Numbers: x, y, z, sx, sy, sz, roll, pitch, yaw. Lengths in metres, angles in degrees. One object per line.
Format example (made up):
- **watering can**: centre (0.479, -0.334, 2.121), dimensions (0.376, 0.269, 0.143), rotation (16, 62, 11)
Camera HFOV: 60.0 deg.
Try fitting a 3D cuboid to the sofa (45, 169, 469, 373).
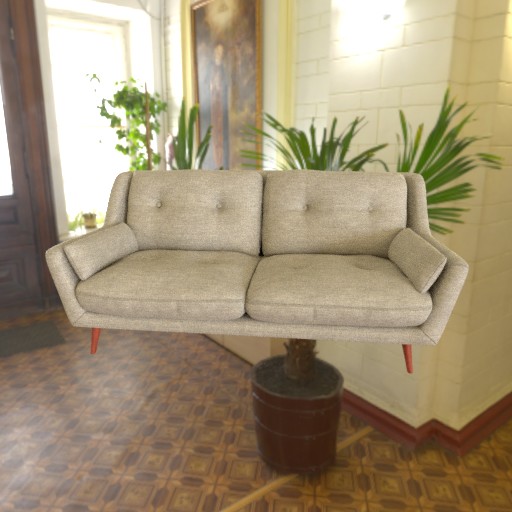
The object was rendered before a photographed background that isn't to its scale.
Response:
- **sofa**: centre (0.000, 0.000, 2.408), dimensions (1.930, 0.897, 0.976), rotation (2, 14, 7)
